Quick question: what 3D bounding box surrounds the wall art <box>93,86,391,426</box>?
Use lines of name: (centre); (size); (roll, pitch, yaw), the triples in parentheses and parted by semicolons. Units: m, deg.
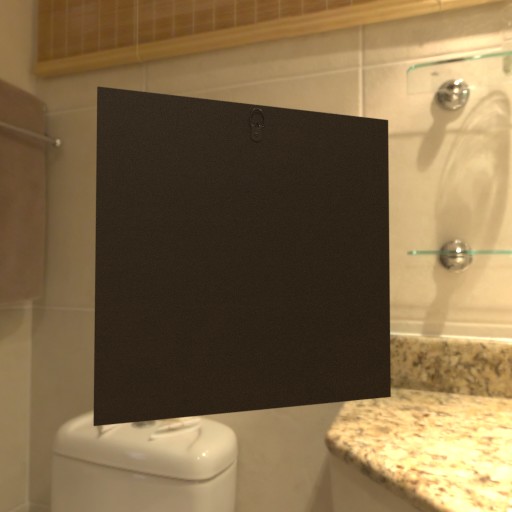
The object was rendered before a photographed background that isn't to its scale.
wall art: (0.000, 0.000, 1.182); (0.805, 0.807, 0.043); (1, -2, -17)
